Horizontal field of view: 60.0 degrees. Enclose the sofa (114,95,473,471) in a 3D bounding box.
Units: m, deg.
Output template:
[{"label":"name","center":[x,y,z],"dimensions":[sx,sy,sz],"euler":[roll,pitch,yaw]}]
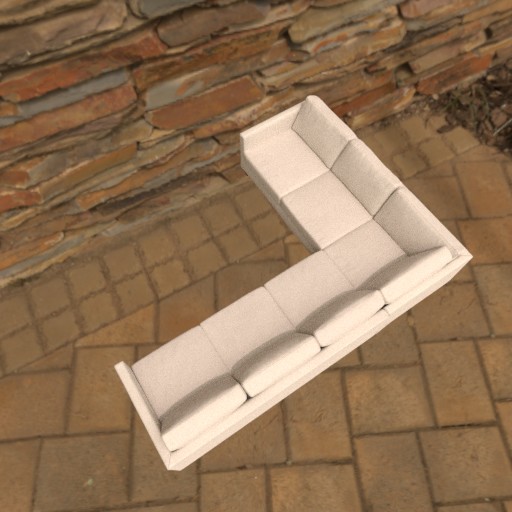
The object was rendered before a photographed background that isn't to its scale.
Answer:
[{"label":"sofa","center":[0.000,0.000,4.309],"dimensions":[3.182,0.863,2.432],"euler":[-31,67,-14]}]
